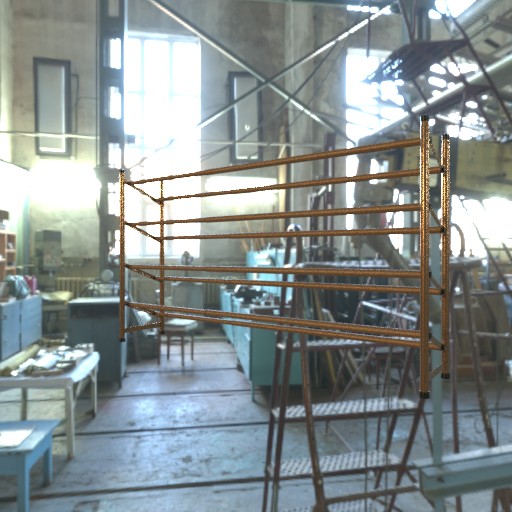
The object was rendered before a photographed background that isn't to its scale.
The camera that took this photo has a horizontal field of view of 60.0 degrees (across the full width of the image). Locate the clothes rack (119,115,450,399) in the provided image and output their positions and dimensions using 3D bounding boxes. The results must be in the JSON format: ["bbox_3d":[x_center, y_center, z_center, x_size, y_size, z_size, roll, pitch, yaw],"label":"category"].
[{"bbox_3d":[0.000,0.000,1.477,1.168,0.672,0.229,0,0,36],"label":"clothes rack"}]
